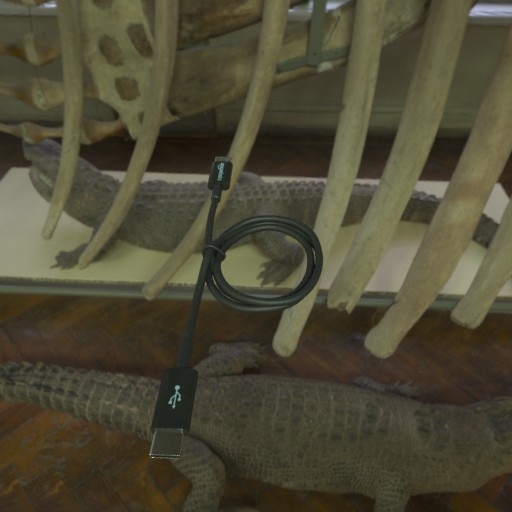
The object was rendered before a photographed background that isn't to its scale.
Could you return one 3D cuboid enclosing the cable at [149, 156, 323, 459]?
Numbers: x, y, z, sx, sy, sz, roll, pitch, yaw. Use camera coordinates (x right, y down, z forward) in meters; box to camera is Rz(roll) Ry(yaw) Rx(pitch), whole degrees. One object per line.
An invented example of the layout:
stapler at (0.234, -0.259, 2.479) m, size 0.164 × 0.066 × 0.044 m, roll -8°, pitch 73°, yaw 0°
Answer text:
cable at (0.000, 0.000, 0.227) m, size 0.070 × 0.014 × 0.203 m, roll 2°, pitch 43°, yaw 2°
